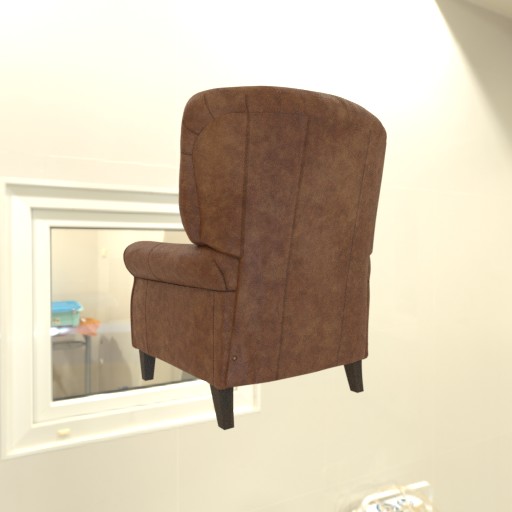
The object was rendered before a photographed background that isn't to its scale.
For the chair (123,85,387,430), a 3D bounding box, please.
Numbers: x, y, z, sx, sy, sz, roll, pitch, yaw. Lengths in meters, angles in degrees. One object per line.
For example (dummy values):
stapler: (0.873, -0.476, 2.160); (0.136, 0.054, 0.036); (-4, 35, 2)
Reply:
chair: (0.000, 0.000, 1.933); (0.951, 1.164, 1.059); (-1, 1, -36)
